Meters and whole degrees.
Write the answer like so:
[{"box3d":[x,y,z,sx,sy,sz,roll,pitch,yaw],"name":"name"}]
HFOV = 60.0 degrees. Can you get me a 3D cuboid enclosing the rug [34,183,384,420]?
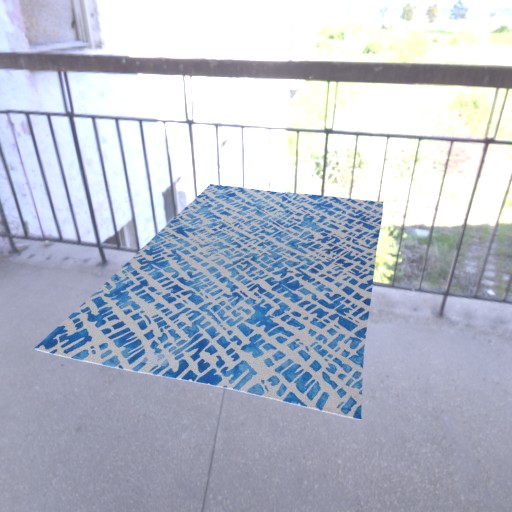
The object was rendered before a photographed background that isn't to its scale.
[{"box3d":[0.000,0.000,2.279,1.209,0.011,1.830,8,31,14],"name":"rug"}]
